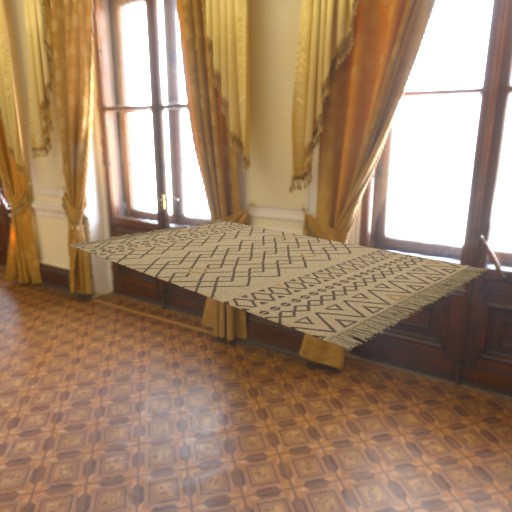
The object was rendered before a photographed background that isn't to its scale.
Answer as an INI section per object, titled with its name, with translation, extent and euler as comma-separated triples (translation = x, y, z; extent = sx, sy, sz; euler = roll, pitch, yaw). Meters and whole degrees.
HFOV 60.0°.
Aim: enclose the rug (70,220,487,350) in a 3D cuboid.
[rug]
translation = 0.000, 0.000, 2.987
extent = 2.472, 0.035, 1.495
euler = 14, 20, 43
